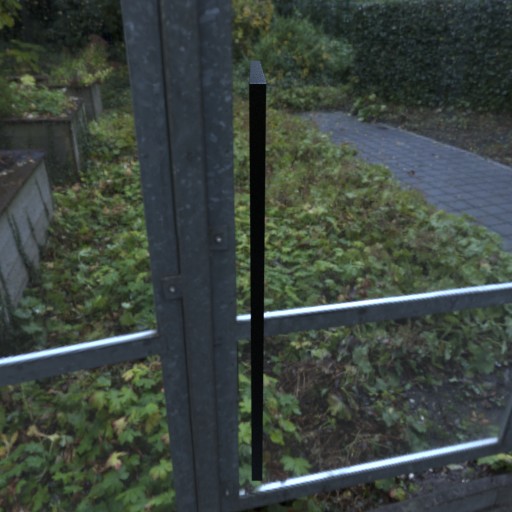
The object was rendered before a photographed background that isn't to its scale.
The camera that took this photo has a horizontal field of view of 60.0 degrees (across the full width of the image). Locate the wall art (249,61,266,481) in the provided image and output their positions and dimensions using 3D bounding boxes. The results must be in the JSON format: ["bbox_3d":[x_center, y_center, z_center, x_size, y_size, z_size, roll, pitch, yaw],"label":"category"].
[{"bbox_3d":[0.000,0.000,0.841,0.019,0.656,0.462,0,27,0],"label":"wall art"}]
